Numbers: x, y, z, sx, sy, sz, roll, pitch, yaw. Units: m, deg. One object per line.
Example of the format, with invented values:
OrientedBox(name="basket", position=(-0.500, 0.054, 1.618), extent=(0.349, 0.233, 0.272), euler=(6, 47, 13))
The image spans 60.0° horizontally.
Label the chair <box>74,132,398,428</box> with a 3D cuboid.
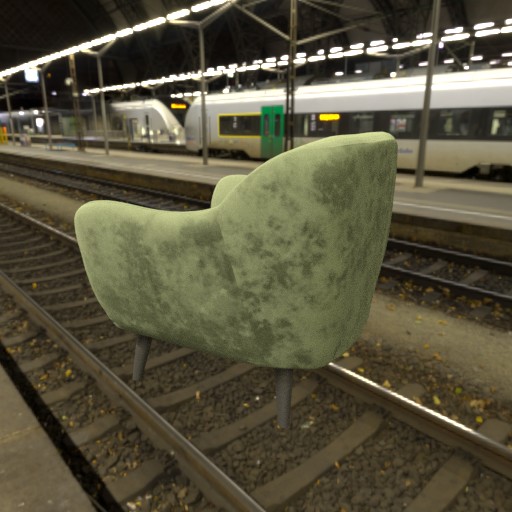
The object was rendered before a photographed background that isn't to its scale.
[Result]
OrientedBox(name="chair", position=(0.000, 0.000, 1.487), extent=(0.819, 0.804, 0.840), euler=(8, 18, 26))
